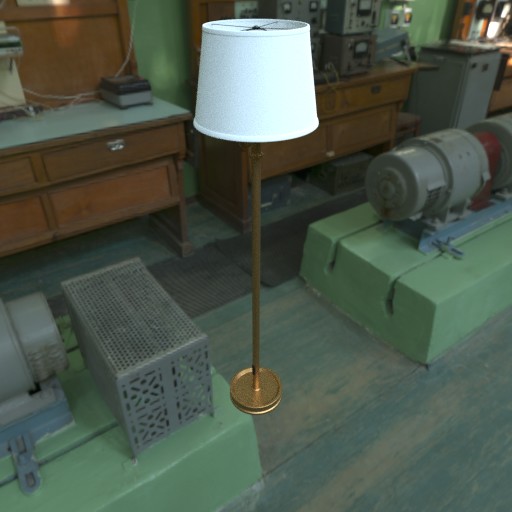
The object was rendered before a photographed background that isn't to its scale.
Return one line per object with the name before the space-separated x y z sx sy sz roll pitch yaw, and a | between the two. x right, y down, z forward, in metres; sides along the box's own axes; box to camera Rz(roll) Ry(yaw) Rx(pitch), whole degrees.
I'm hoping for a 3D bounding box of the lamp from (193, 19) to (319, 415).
lamp | 0.000 0.000 0.763 0.178 0.710 0.178 0 33 0
